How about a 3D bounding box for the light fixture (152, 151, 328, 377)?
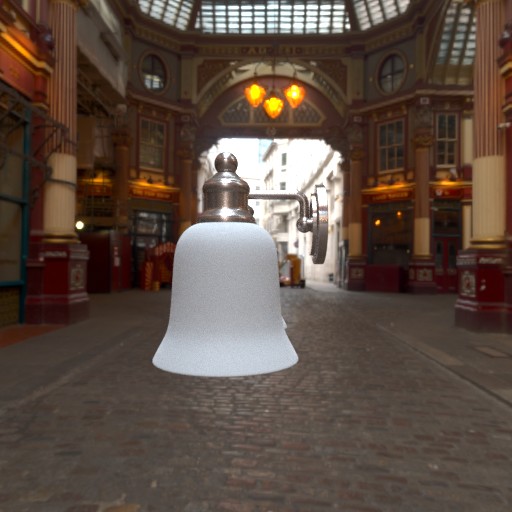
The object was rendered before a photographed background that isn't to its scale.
[{"bbox_3d":[0.000,0.000,0.660,0.198,0.211,0.570,0,-1,1],"label":"light fixture"}]
